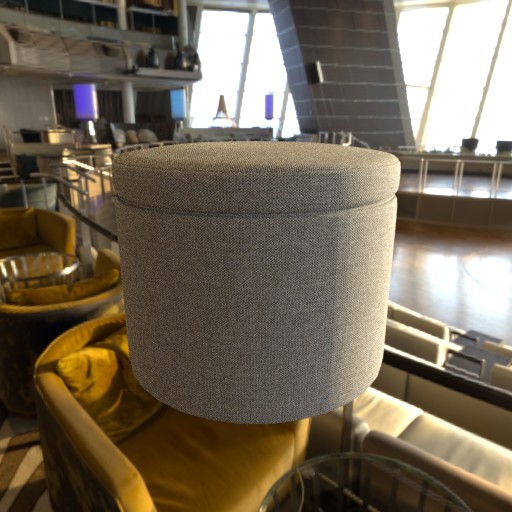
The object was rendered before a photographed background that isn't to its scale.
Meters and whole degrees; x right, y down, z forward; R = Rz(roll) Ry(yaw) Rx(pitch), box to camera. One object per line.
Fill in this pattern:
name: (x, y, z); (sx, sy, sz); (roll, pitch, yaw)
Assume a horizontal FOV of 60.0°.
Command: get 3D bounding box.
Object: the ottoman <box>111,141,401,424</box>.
ottoman: (0.000, 0.000, 0.853); (0.500, 0.419, 0.500); (0, 17, 0)
